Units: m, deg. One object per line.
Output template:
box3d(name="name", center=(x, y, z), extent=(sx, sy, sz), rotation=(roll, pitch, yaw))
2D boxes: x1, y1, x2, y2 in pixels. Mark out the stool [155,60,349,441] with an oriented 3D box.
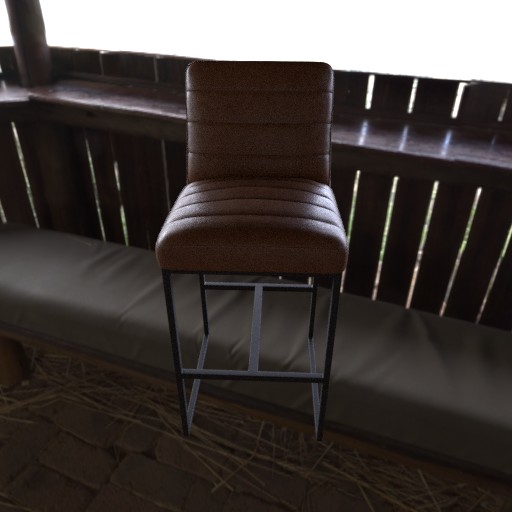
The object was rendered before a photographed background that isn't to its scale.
box3d(name="stool", center=(0.000, 0.000, 1.346), extent=(0.458, 1.040, 0.556), rotation=(1, 31, 2))
